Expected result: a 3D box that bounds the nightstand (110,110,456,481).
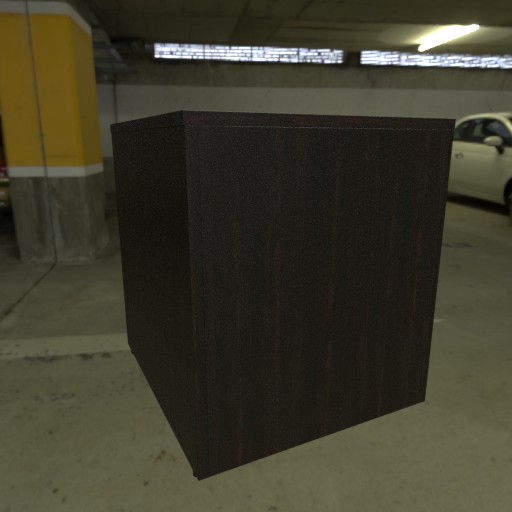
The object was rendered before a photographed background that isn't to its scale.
[{"bbox_3d":[0.000,0.000,0.795,0.400,0.460,0.461,-7,16,-26],"label":"nightstand"}]
